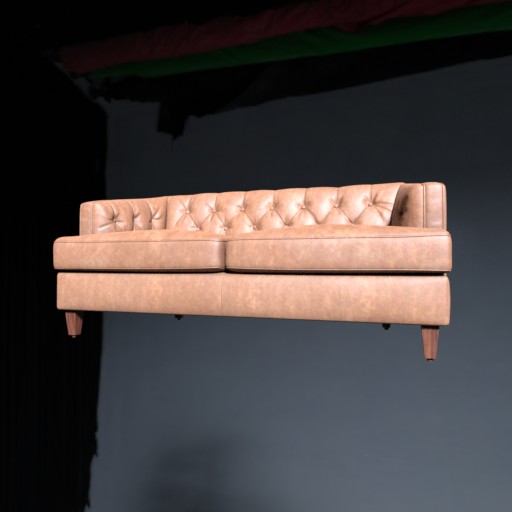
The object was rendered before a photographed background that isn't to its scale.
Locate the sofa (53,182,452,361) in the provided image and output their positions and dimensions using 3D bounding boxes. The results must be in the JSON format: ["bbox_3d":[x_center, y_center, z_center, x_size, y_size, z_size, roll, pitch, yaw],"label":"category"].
[{"bbox_3d":[0.000,0.000,2.245,1.755,0.786,0.914,0,-1,19],"label":"sofa"}]
